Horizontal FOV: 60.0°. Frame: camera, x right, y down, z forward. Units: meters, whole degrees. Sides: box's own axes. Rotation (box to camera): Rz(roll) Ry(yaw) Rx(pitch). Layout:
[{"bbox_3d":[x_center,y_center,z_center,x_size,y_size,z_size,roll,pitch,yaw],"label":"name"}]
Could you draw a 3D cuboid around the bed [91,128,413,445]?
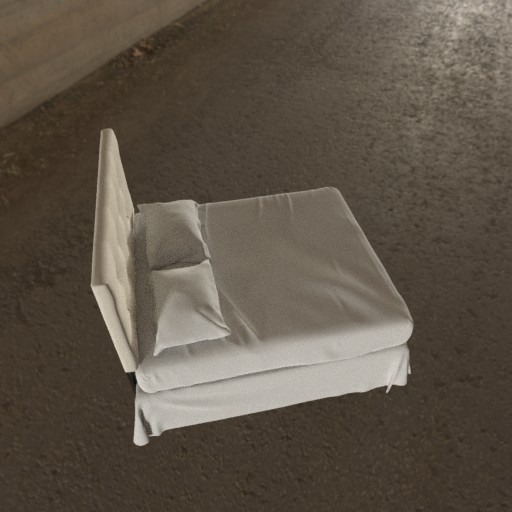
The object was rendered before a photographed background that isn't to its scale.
[{"bbox_3d":[0.000,0.000,3.489,2.222,1.577,1.936,-9,46,-9],"label":"bed"}]
